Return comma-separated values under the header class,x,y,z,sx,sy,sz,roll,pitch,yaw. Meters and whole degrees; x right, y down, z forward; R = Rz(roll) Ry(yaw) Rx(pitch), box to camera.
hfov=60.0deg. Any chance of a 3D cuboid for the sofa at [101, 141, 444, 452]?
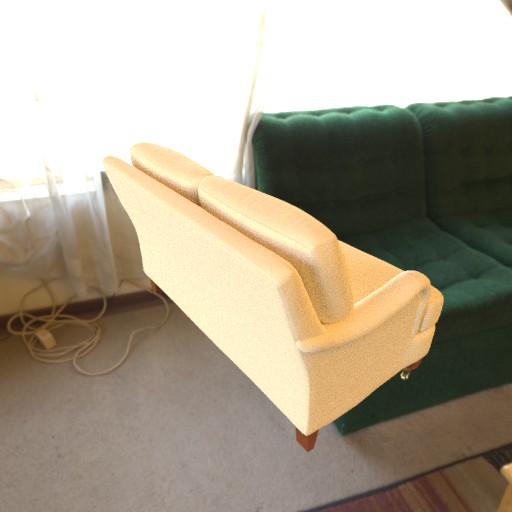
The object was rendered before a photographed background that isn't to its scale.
class,x,y,z,sx,sy,sz,roll,pitch,yaw
sofa,0.000,0.000,2.574,1.084,1.101,1.853,-19,34,-31
